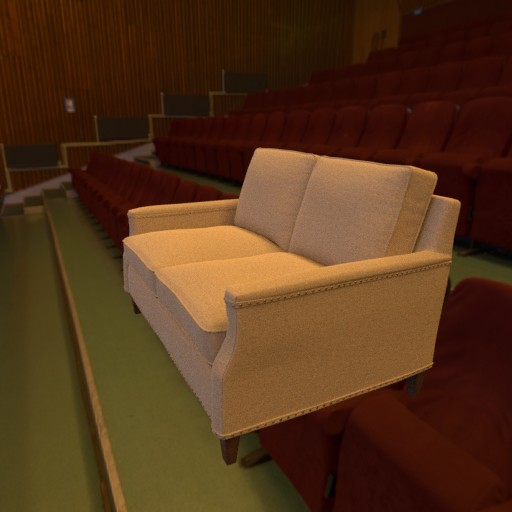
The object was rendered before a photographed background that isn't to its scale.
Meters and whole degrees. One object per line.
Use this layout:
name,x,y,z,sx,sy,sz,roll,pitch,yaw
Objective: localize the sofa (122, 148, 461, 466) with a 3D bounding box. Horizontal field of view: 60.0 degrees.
sofa,0.000,0.000,2.256,1.084,1.003,1.597,-8,19,-26
